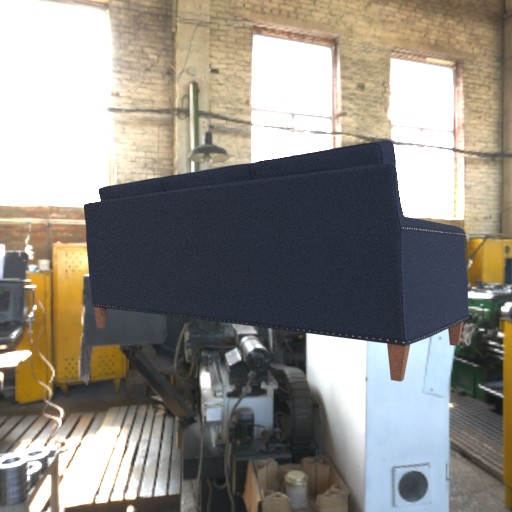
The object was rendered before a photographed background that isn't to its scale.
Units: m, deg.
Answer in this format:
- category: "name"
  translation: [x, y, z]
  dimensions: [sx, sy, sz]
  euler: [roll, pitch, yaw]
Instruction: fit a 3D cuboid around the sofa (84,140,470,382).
- category: "sofa"
  translation: [0.000, 0.000, 2.765]
  dimensions: [2.246, 1.003, 1.084]
  euler: [0, 0, 38]
